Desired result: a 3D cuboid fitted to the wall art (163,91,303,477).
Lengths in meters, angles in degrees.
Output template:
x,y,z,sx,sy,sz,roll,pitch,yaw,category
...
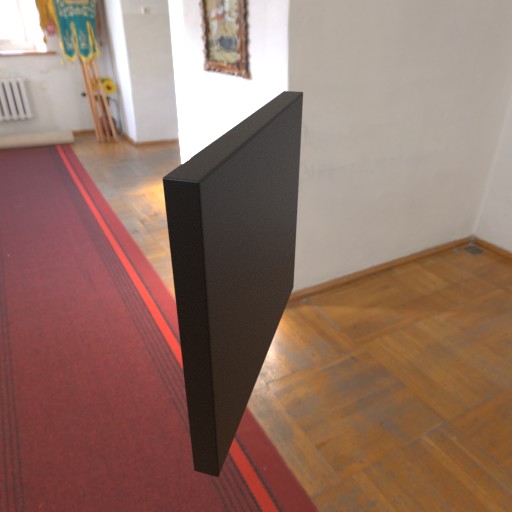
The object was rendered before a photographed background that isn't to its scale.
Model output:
x,y,z,sx,sy,sz,roll,pitch,yaw,category
0.000,0.000,0.551,0.028,0.330,0.380,8,31,14,wall art
